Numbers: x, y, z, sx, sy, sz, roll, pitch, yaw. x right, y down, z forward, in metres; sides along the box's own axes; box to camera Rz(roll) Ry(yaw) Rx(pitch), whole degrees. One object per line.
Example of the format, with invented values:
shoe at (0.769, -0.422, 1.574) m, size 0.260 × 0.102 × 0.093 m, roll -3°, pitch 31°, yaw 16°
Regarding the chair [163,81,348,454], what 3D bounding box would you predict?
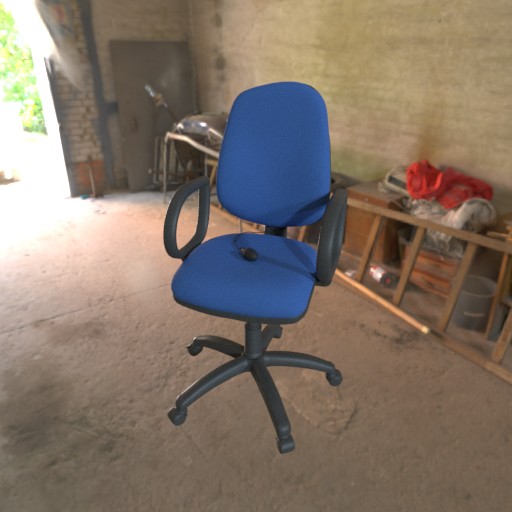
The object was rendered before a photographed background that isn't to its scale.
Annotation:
chair at (0.000, 0.000, 1.271) m, size 0.552 × 0.905 × 0.549 m, roll 8°, pitch 27°, yaw 16°
